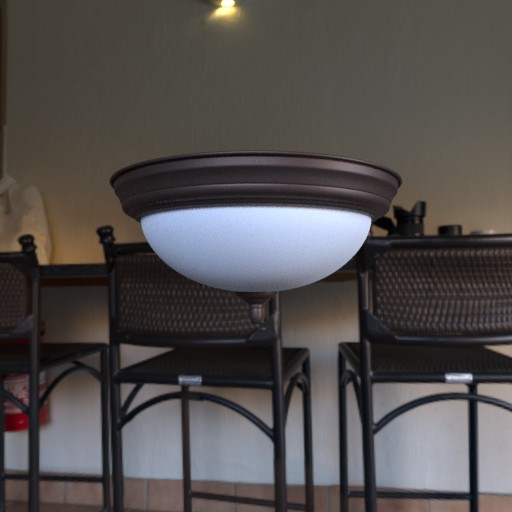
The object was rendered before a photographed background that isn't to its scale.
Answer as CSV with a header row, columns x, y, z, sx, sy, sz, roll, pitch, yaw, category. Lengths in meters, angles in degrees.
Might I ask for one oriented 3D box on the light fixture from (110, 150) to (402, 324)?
x,y,z,sx,sy,sz,roll,pitch,yaw,category
0.000,0.000,0.443,0.280,0.135,0.280,0,-3,0,light fixture
